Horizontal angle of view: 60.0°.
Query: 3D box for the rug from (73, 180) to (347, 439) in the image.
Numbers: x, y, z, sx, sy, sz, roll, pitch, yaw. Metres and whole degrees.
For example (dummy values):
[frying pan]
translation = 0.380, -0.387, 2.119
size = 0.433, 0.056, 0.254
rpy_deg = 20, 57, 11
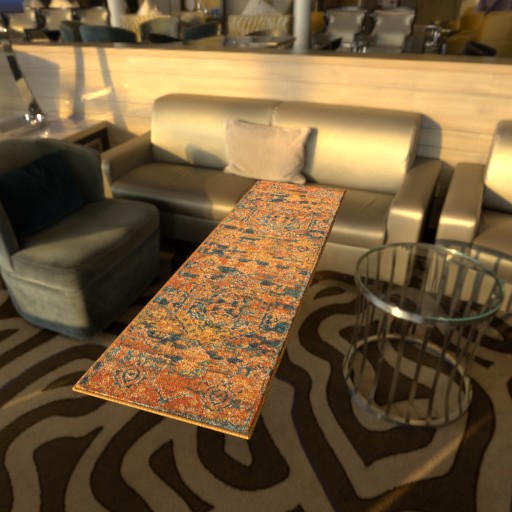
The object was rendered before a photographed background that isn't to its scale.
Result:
[rug]
translation = 0.000, 0.000, 1.981
size = 0.556, 0.013, 1.820
rpy_deg = 9, 31, 15
